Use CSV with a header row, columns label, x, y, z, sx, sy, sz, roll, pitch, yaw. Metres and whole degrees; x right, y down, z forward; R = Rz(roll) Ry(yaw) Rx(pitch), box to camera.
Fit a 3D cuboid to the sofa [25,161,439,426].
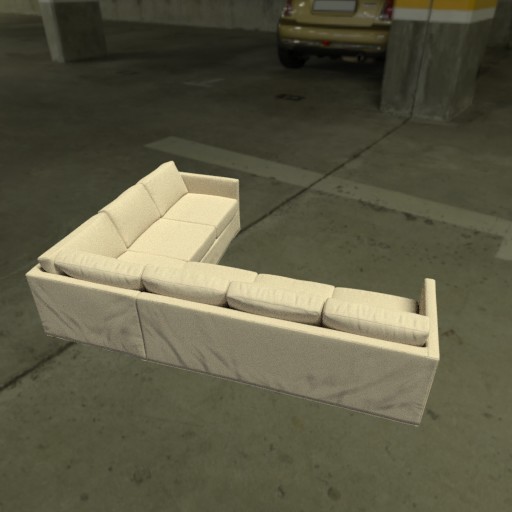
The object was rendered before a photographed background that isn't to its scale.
label,x,y,z,sx,sy,sz,roll,pitch,yaw
sofa,0.000,0.000,4.279,3.182,0.871,2.432,9,33,15
